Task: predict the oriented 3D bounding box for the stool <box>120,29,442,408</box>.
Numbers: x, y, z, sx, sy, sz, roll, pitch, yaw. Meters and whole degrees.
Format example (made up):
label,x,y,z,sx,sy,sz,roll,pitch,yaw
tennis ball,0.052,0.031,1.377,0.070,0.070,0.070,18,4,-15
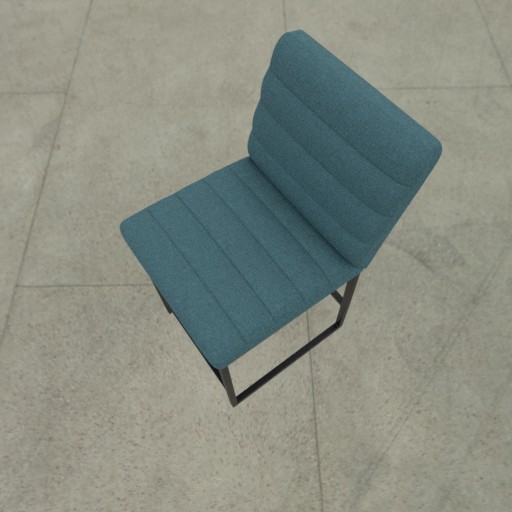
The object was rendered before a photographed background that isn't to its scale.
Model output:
label,x,y,z,sx,sy,sz,roll,pitch,yaw
stool,0.000,0.000,1.238,0.560,0.940,0.460,-33,66,-16
